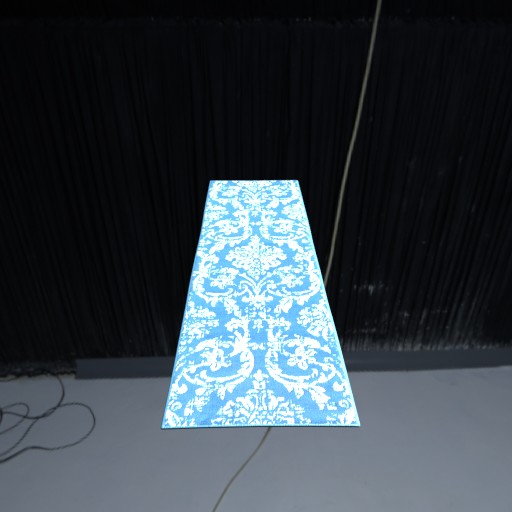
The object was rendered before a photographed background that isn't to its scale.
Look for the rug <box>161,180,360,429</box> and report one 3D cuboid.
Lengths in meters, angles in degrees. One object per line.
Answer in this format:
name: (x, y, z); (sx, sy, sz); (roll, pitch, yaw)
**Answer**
rug: (0.000, 0.000, 2.404); (0.662, 0.011, 2.196); (0, 31, -1)
